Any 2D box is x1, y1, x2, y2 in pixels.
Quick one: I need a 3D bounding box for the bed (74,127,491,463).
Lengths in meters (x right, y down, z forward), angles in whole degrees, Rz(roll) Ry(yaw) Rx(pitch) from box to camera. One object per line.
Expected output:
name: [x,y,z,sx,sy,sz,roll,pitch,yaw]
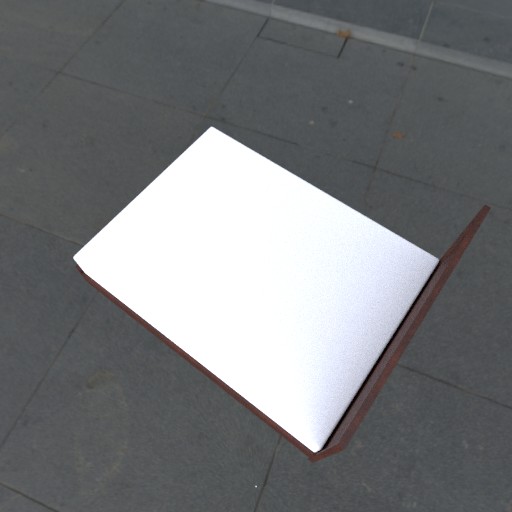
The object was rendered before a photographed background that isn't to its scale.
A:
bed: [0.000,0.000,3.122,2.184,1.270,1.600,34,67,16]
